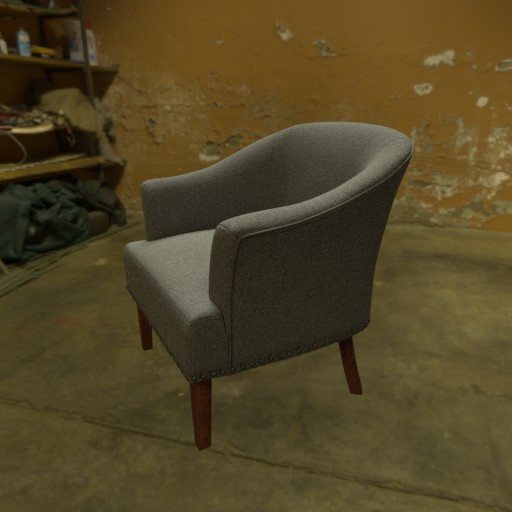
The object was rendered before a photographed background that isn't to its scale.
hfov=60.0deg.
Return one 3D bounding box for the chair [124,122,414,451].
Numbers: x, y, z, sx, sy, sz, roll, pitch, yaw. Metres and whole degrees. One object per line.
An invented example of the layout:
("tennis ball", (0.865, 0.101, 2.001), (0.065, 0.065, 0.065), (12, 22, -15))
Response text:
("chair", (0.000, 0.000, 1.415), (0.704, 0.815, 0.798), (-9, 20, -26))
